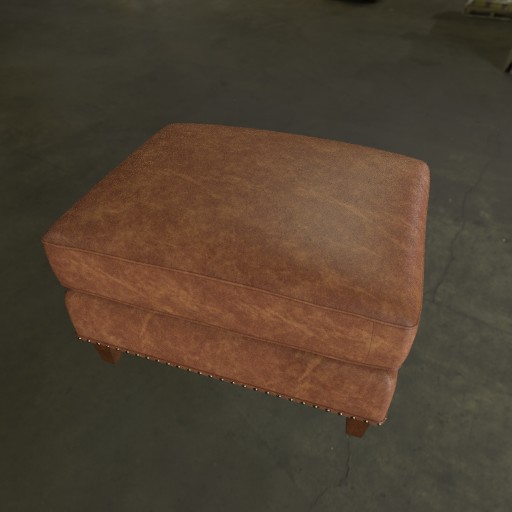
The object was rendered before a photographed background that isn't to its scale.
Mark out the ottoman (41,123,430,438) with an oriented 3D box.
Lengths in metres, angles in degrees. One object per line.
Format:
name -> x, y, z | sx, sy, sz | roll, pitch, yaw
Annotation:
ottoman -> 0.000, 0.000, 1.106 | 0.742, 0.486, 0.586 | 12, 42, 14
